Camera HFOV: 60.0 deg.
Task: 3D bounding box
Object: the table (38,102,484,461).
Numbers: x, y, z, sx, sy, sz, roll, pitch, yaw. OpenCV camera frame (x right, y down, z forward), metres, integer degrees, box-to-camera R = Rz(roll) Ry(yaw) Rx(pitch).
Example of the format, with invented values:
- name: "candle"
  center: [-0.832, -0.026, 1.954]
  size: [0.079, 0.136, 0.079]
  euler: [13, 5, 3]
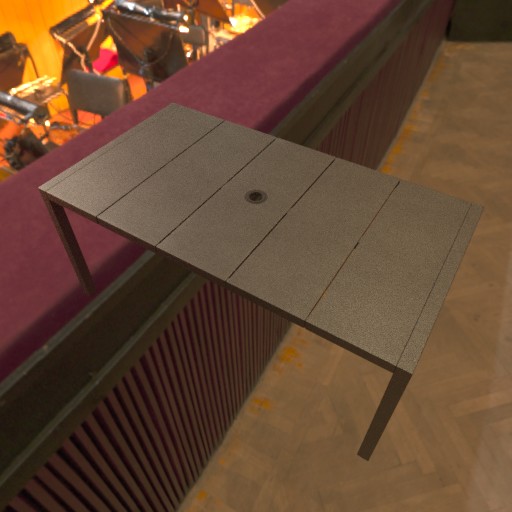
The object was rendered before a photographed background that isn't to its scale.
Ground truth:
- name: "table"
  center: [0.000, 0.000, 2.154]
  size: [1.680, 0.735, 0.914]
  euler: [25, 51, 22]
